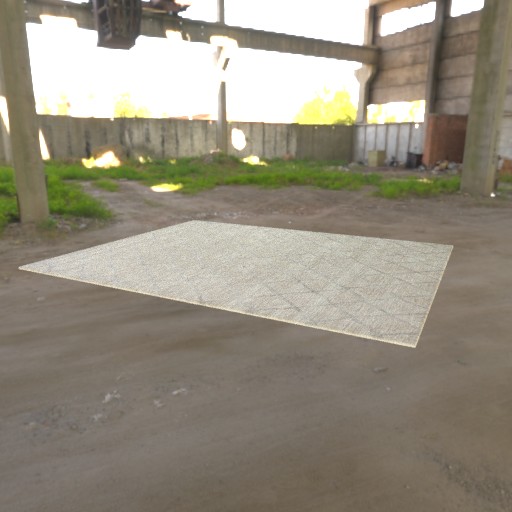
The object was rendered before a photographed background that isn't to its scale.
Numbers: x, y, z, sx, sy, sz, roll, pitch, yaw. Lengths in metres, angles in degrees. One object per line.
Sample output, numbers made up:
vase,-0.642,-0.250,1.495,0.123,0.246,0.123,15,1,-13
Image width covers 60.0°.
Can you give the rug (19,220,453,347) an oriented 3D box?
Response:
rug,0.000,0.000,3.917,3.038,0.019,2.420,7,16,26
